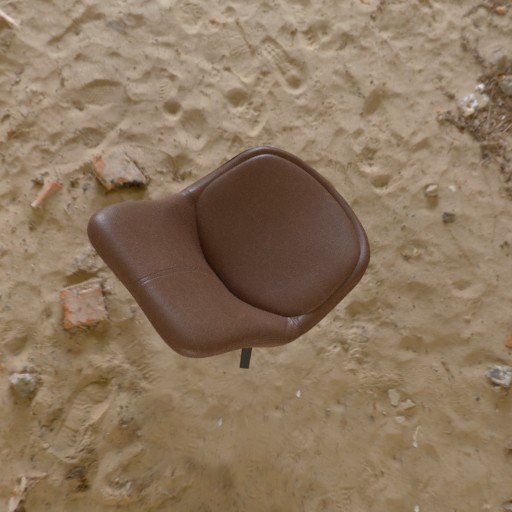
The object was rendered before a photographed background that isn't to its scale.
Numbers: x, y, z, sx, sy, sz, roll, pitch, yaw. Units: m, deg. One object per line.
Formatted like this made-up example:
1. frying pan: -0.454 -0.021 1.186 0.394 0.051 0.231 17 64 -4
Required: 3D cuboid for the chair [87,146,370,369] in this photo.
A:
1. chair: 0.000 0.000 1.175 0.550 0.850 0.475 -38 78 -9
